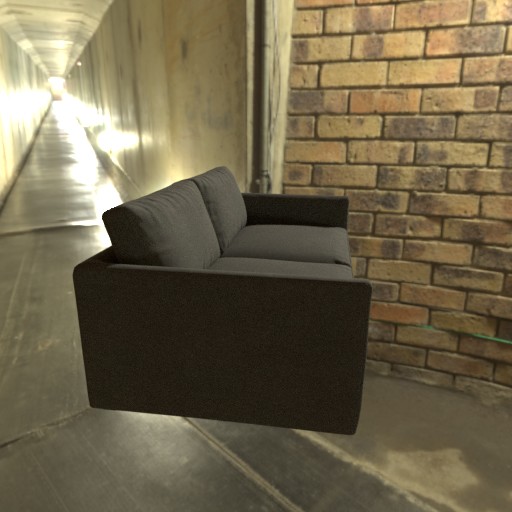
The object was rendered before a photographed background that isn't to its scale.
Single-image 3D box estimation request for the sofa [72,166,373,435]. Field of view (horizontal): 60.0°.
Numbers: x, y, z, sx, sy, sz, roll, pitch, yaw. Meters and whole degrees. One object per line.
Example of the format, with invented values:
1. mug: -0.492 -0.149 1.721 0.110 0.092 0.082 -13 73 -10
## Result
1. sofa: 0.000 0.000 2.501 1.091 0.845 1.909 3 17 9
